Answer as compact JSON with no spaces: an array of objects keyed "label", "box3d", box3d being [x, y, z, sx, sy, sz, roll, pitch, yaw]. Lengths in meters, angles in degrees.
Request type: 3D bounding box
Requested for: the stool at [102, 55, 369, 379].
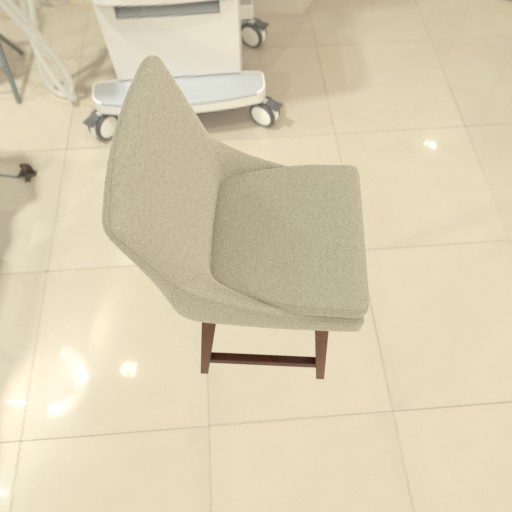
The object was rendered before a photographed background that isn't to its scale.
[{"label":"stool","box3d":[0.000,0.000,1.275,0.559,0.991,0.469,2,62,1]}]
